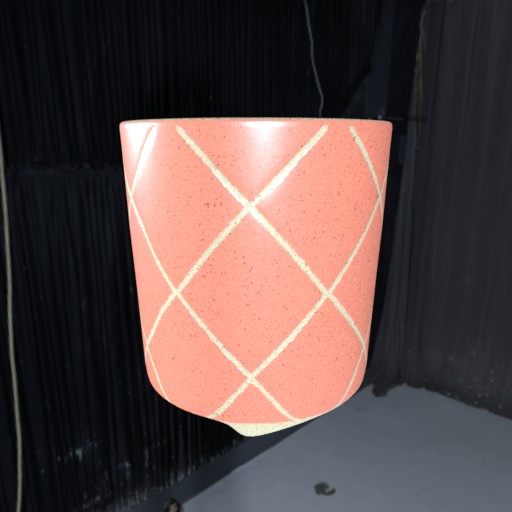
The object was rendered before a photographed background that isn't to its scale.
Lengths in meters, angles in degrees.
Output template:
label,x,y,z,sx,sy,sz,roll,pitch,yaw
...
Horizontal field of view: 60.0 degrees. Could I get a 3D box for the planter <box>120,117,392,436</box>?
label,x,y,z,sx,sy,sz,roll,pitch,yaw
planter,0.000,0.000,0.348,0.191,0.200,0.191,0,15,0
